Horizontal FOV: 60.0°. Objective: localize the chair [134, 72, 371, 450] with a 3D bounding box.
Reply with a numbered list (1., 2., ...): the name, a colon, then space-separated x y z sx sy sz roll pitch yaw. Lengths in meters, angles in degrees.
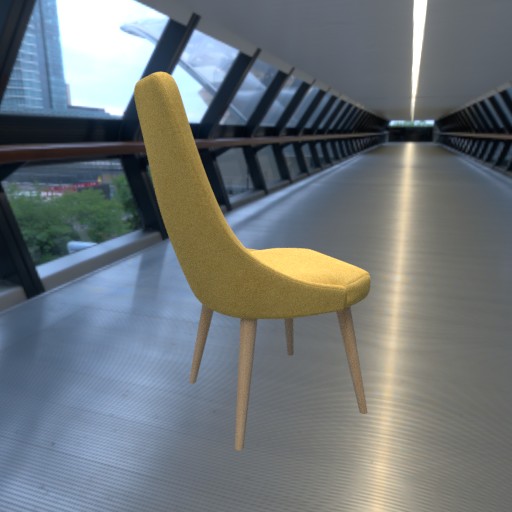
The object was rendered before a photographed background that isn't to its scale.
1. chair: 0.000 0.000 1.421 0.660 1.040 0.510 -7 16 -26
